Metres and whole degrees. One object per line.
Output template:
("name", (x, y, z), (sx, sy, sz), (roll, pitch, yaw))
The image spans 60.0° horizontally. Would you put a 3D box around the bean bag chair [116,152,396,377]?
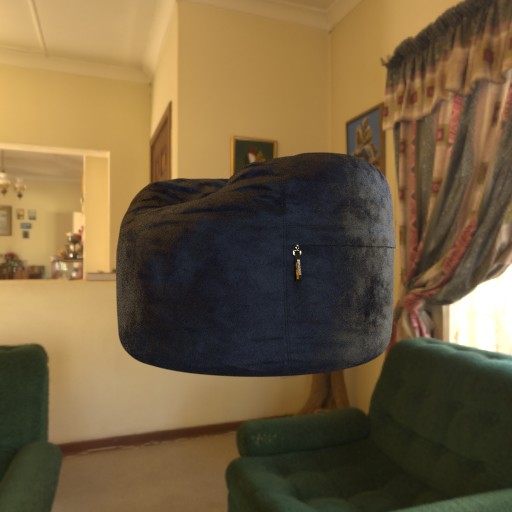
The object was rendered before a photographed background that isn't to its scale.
("bean bag chair", (0.000, 0.000, 1.519), (0.918, 0.616, 0.918), (0, 0, 0))
